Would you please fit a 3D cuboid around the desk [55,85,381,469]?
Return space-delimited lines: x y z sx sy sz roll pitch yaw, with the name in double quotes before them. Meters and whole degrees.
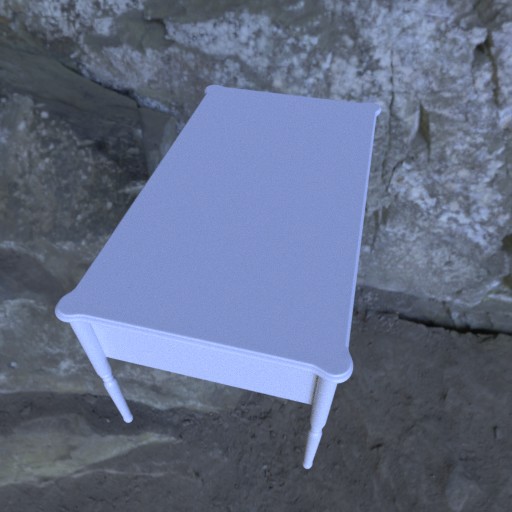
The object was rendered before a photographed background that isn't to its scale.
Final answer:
"desk" 0.000 0.000 1.843 0.807 0.762 1.380 10 48 9
